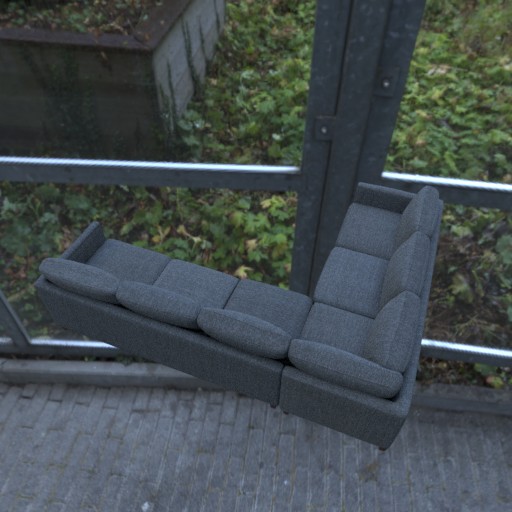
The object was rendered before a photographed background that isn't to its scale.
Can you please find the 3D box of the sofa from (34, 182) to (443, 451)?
[{"bbox_3d":[0.000,0.000,4.469,3.302,0.947,2.593,16,49,15],"label":"sofa"}]
